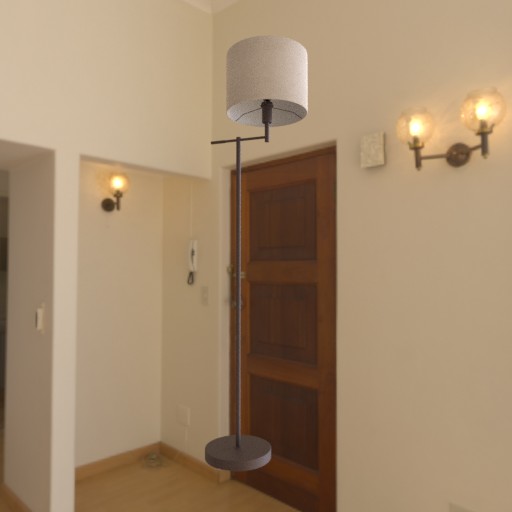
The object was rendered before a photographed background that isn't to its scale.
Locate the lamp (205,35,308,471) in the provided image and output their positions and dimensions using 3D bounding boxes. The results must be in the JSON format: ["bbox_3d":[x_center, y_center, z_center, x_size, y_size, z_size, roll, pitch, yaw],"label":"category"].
[{"bbox_3d":[0.000,0.000,1.768,0.416,1.600,0.324,-1,-2,19],"label":"lamp"}]
